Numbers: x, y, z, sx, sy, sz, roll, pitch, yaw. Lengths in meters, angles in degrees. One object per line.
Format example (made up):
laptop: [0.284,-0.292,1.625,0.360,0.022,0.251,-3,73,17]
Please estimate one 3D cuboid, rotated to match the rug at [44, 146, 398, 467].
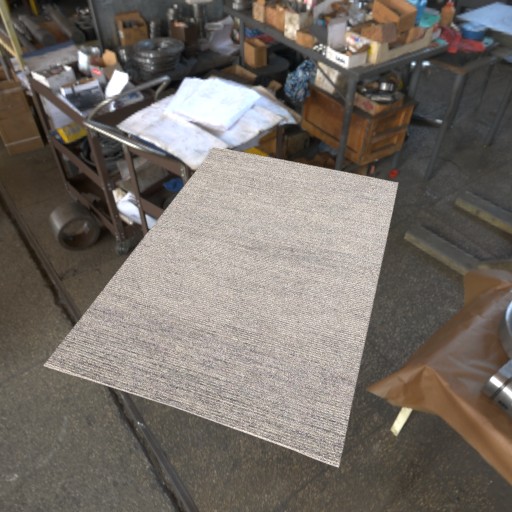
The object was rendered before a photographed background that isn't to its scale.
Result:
rug: [0.000,0.000,2.948,1.604,0.030,2.307,14,47,14]
